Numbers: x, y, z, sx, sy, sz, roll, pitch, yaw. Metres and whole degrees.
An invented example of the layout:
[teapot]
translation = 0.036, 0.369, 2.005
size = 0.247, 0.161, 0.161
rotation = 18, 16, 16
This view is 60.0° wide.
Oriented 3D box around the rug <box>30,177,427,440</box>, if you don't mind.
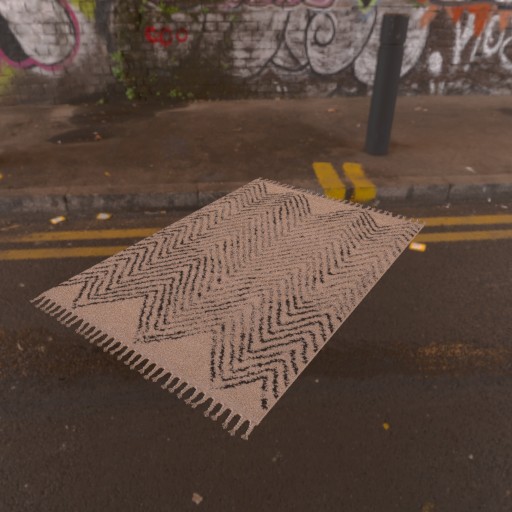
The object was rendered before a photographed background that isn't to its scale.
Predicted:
[rug]
translation = 0.000, 0.000, 2.330
size = 1.230, 0.014, 1.847
rotation = 21, 38, 30
